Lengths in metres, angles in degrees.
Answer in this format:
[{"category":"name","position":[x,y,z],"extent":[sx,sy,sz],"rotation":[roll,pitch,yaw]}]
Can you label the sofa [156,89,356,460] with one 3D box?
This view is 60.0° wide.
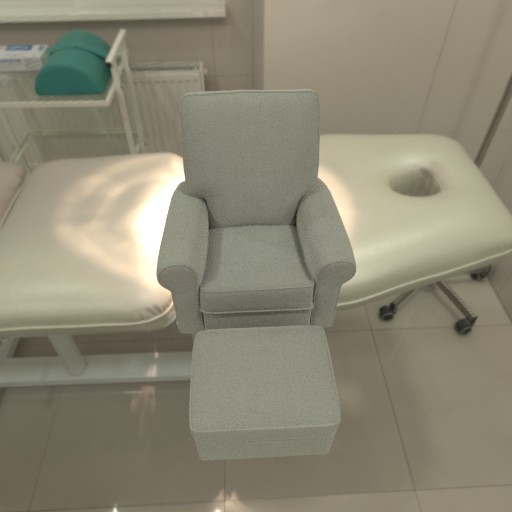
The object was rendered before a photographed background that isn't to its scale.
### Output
[{"category":"sofa","position":[0.000,0.000,1.996],"extent":[0.880,0.959,1.478],"rotation":[-2,47,-2]}]
